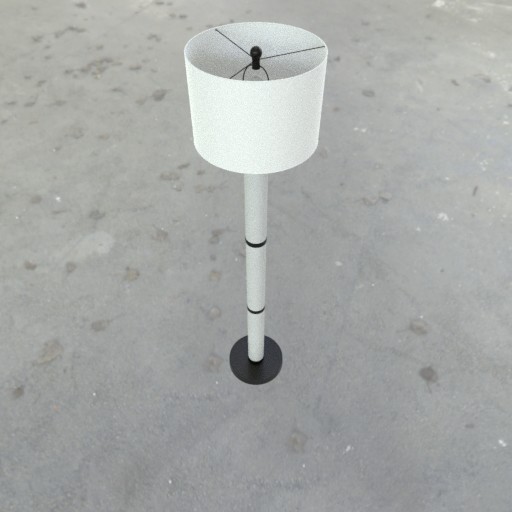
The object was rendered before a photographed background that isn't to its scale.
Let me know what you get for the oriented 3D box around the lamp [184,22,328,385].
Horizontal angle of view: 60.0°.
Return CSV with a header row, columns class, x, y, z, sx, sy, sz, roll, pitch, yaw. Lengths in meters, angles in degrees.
class,x,y,z,sx,sy,sz,roll,pitch,yaw
lamp,0.000,0.000,1.737,0.377,1.599,0.377,16,49,15
